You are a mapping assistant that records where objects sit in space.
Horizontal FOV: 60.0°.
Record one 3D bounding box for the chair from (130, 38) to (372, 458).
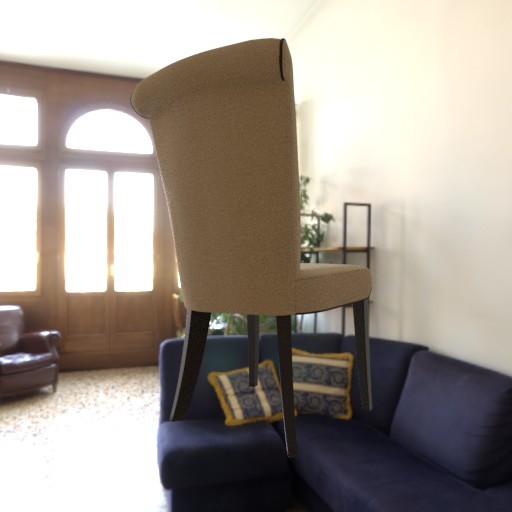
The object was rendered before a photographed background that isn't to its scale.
[{"bbox_3d":[0.000,0.000,1.336,0.522,0.997,0.623,0,-1,36],"label":"chair"}]
